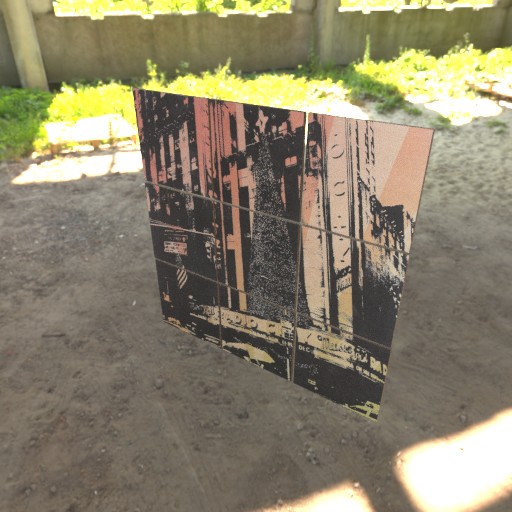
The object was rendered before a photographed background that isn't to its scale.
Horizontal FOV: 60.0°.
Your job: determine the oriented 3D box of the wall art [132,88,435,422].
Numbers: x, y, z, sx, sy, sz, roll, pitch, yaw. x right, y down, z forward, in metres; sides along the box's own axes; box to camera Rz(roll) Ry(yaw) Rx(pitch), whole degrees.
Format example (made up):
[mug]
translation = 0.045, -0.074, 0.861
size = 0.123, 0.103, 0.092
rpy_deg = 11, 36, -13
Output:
[wall art]
translation = 0.000, 0.000, 1.393
size = 0.919, 0.917, 0.010
rpy_deg = 18, 35, 29
